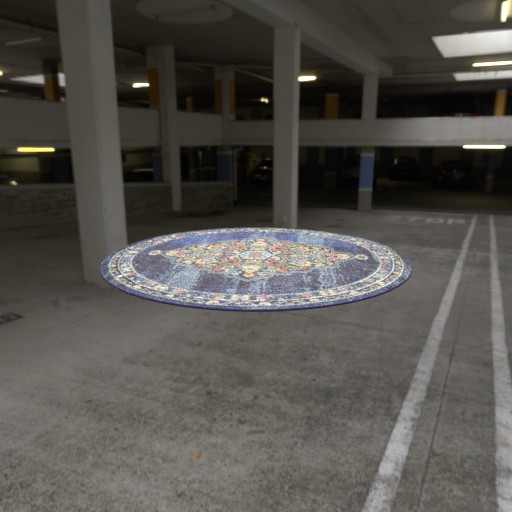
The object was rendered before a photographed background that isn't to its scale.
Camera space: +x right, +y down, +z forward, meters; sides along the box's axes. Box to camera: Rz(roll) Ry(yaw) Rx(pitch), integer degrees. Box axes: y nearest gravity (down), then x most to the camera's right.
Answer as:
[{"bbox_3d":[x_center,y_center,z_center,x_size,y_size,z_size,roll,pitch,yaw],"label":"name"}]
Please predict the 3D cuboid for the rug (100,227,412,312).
[{"bbox_3d":[0.000,0.000,2.382,1.591,0.010,1.591,0,15,0],"label":"rug"}]
